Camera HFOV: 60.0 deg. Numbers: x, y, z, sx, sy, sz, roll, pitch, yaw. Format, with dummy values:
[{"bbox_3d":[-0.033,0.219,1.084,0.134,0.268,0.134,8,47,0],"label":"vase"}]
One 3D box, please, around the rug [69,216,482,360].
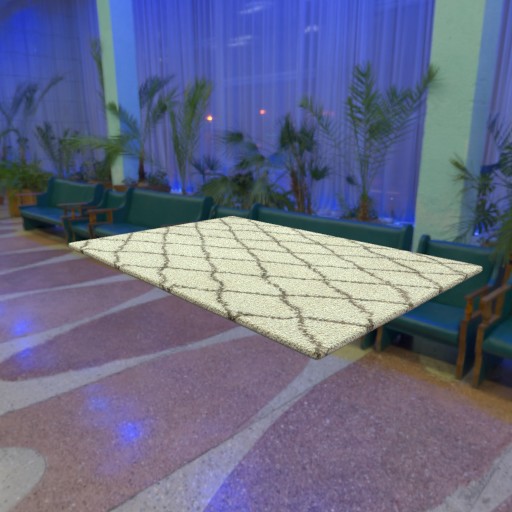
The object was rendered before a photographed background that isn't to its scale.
[{"bbox_3d":[0.000,0.000,2.267,1.219,0.030,1.778,-14,21,-42],"label":"rug"}]
